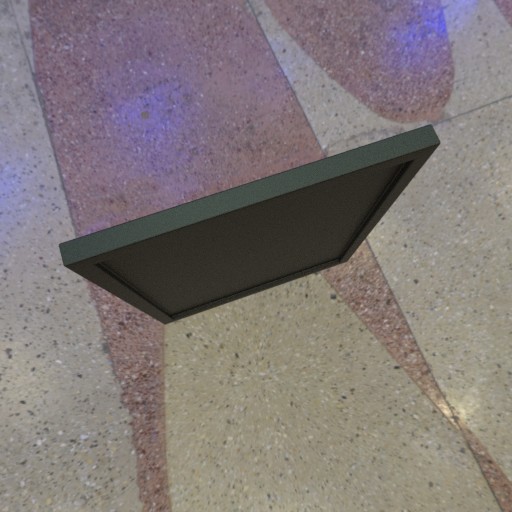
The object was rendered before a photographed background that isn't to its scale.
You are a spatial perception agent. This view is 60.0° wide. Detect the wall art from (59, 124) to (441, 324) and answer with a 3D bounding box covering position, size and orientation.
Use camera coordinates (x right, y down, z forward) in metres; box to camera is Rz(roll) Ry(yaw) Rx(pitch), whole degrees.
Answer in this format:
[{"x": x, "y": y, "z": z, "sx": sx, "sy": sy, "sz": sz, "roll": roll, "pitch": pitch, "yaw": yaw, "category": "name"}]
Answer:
[{"x": 0.000, "y": 0.000, "z": 0.779, "sx": 0.457, "sy": 0.559, "sz": 0.028, "roll": -19, "pitch": 75, "yaw": -5, "category": "wall art"}]
